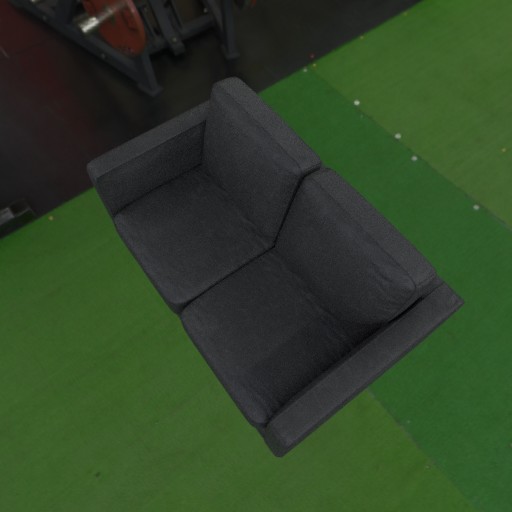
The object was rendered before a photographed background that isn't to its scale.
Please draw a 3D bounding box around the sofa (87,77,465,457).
[{"bbox_3d":[0.000,0.000,1.985,0.879,0.899,1.430,-33,67,-16],"label":"sofa"}]
